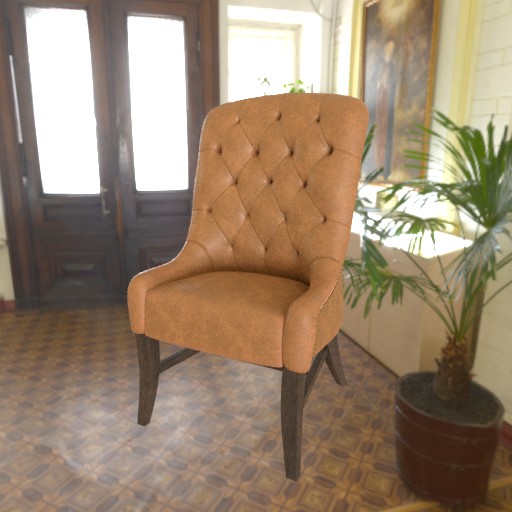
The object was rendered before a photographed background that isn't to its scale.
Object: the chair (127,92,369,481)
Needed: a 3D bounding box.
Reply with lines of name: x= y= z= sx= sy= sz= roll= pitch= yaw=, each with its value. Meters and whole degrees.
chair: x=0.000 y=0.000 z=1.495 sx=0.634 sy=1.091 sz=0.629 roll=7 pitch=16 yaw=26
